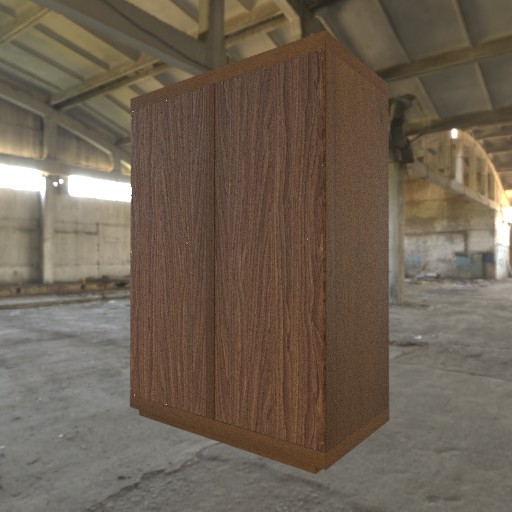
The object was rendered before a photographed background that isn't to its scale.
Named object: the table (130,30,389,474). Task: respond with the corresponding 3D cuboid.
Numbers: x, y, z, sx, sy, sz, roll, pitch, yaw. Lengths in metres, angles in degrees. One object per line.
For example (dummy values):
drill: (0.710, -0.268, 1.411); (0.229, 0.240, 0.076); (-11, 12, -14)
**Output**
table: (0.000, 0.000, 1.753); (0.901, 1.294, 0.524); (0, -1, 37)
